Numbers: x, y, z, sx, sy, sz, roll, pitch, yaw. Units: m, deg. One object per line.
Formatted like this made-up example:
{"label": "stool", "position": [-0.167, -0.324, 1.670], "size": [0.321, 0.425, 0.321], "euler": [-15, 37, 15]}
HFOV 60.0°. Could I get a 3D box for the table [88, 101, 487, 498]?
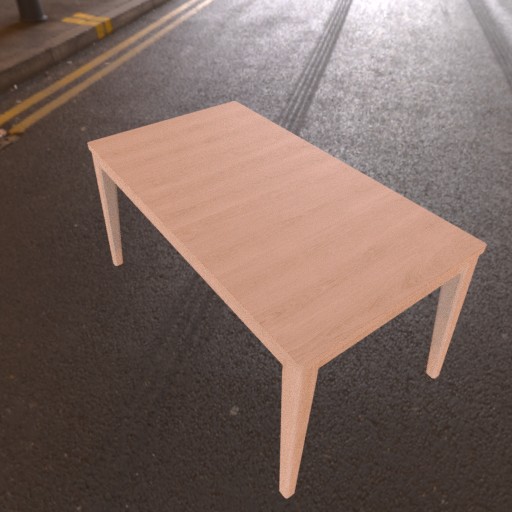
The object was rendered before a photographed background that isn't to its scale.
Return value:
{"label": "table", "position": [0.000, 0.000, 2.045], "size": [0.900, 0.760, 1.600], "euler": [-26, 47, -26]}
